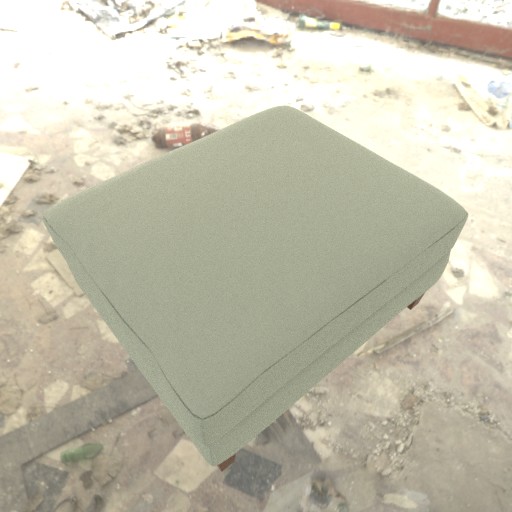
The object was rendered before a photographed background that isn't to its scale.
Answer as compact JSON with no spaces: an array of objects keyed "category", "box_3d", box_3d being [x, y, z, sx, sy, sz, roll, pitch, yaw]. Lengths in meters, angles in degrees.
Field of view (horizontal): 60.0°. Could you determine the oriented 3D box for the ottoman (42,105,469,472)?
[{"category":"ottoman","box_3d":[0.000,0.000,1.436,0.991,0.494,0.842,-32,55,-26]}]
